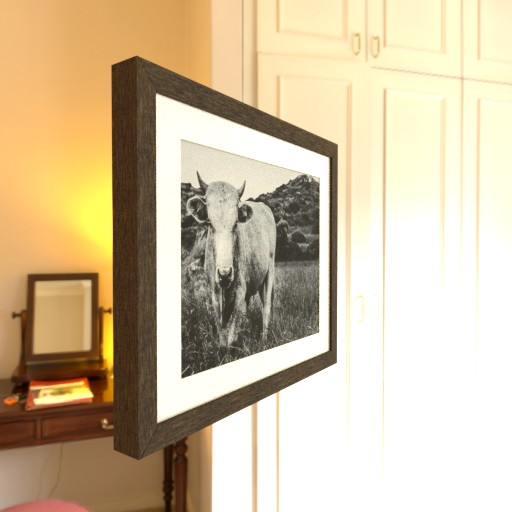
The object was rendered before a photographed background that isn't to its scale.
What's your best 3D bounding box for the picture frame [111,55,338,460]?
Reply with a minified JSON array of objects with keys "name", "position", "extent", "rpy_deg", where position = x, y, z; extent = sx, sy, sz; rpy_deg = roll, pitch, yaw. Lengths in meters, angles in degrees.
[{"name":"picture frame","position":[0.000,0.000,0.525],"extent":[0.033,0.330,0.378],"rpy_deg":[1,1,35]}]
